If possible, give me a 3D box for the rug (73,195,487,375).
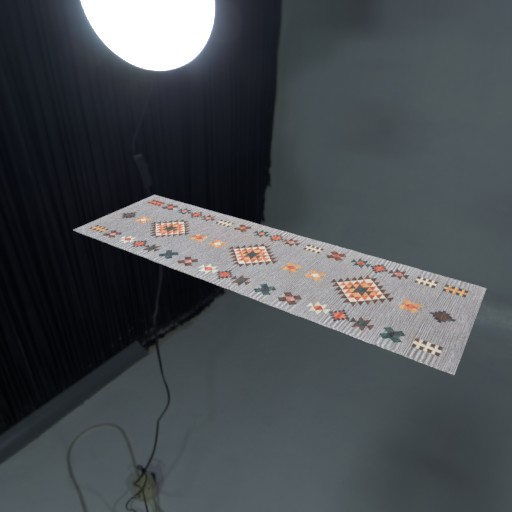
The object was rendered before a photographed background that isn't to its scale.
[{"bbox_3d":[0.000,0.000,2.661,2.432,0.008,0.766,18,34,29],"label":"rug"}]
